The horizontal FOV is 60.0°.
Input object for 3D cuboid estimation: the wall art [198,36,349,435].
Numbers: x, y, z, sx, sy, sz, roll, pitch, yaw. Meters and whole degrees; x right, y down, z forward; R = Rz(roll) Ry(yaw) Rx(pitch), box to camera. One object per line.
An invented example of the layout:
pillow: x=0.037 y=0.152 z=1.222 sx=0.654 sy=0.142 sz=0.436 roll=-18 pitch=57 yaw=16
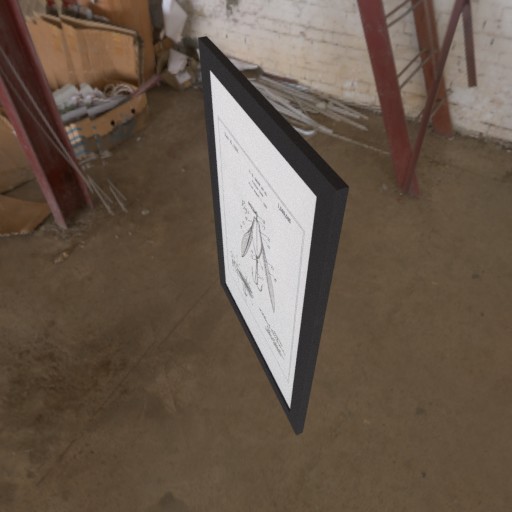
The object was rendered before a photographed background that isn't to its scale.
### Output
wall art: x=0.000 y=0.000 z=0.700 sx=0.013 sy=0.534 sz=0.380 roll=-17 pitch=49 yaw=-16
